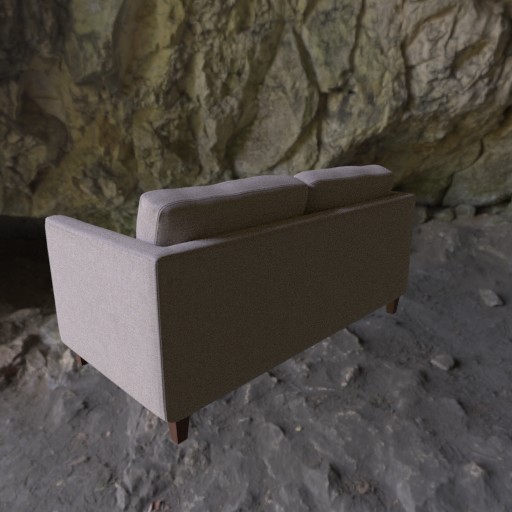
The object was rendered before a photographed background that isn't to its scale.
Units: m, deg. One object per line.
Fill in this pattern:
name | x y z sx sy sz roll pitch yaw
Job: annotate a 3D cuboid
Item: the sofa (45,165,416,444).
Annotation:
sofa | 0.000 0.000 2.435 0.951 0.947 1.884 16 23 42
